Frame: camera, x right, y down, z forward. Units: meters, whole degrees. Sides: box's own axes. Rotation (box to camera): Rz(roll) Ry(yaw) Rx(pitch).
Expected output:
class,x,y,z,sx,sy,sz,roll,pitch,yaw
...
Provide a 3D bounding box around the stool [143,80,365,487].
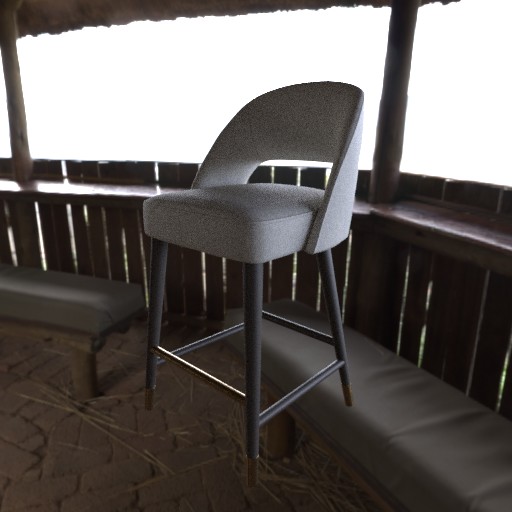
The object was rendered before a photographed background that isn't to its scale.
class,x,y,z,sx,sy,sz,roll,pitch,yaw
stool,0.000,0.000,1.229,0.494,0.940,0.509,15,21,41
